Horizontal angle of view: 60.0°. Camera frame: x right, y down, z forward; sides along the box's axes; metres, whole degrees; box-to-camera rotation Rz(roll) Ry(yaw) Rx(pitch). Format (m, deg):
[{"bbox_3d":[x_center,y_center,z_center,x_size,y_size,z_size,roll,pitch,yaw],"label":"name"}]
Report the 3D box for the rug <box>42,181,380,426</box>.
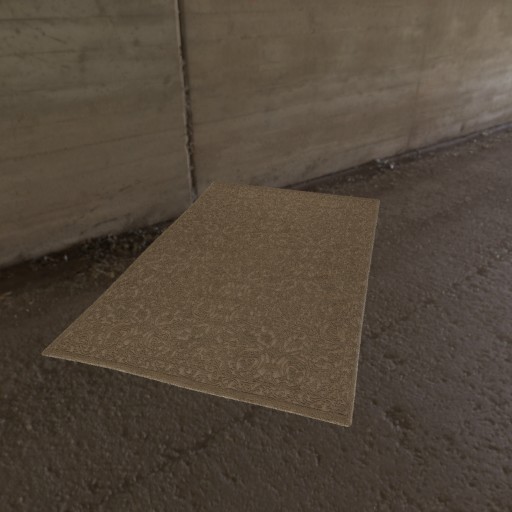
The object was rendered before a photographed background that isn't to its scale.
[{"bbox_3d":[0.000,0.000,3.024,1.529,0.012,2.435,8,32,14],"label":"rug"}]
